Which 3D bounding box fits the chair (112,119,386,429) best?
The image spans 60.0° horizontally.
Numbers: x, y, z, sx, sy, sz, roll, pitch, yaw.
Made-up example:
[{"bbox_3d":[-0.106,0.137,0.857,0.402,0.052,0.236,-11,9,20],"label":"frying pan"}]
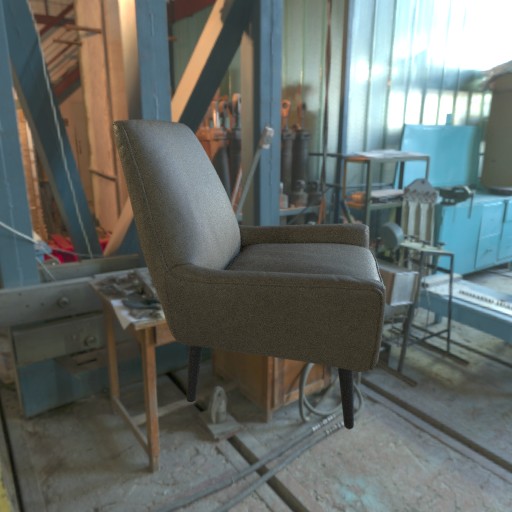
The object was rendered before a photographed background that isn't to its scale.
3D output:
[{"bbox_3d":[0.000,0.000,1.512,0.824,0.888,0.787,3,16,10],"label":"chair"}]
